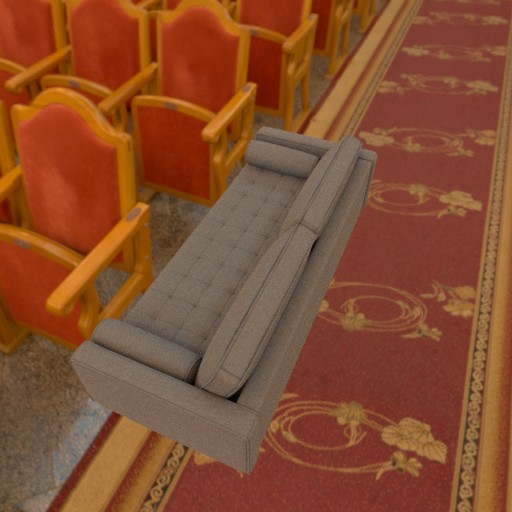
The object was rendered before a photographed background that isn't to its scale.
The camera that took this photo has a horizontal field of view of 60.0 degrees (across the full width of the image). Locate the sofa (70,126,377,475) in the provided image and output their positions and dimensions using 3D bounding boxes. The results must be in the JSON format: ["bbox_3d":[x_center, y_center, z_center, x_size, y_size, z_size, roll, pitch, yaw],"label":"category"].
[{"bbox_3d":[0.000,0.000,2.676,0.914,0.762,2.198,18,49,16],"label":"sofa"}]
